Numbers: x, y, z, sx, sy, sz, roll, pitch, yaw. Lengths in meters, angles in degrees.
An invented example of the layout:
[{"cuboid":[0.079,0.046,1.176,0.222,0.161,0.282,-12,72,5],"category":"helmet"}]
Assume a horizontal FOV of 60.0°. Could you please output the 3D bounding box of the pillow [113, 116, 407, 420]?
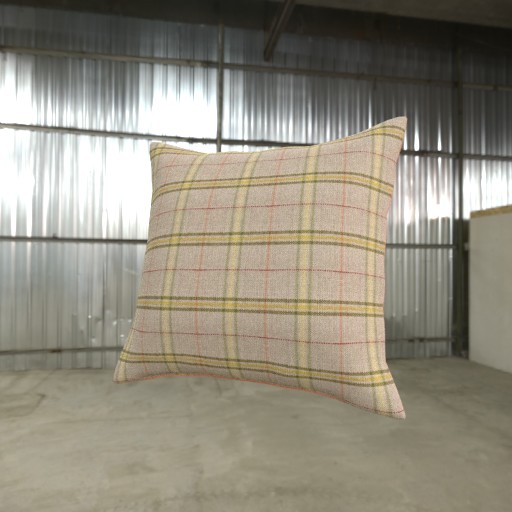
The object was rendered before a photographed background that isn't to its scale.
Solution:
[{"cuboid":[0.000,0.000,0.699,0.453,0.430,0.200,0,-1,18],"category":"pillow"}]
